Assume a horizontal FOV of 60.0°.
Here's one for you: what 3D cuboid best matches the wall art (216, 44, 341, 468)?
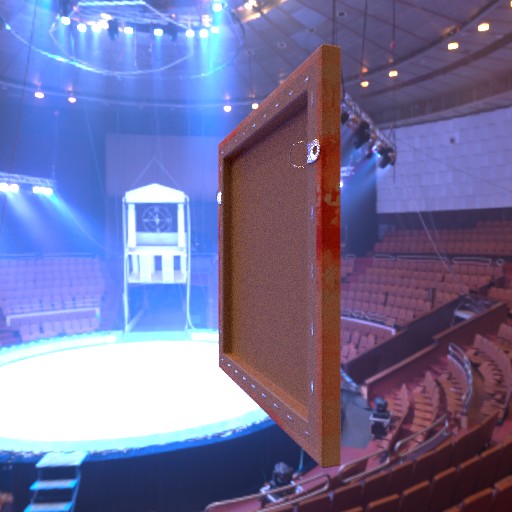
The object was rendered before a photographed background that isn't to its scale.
[{"bbox_3d":[0.000,0.000,1.130,0.064,0.746,0.747,0,0,-19],"label":"wall art"}]
